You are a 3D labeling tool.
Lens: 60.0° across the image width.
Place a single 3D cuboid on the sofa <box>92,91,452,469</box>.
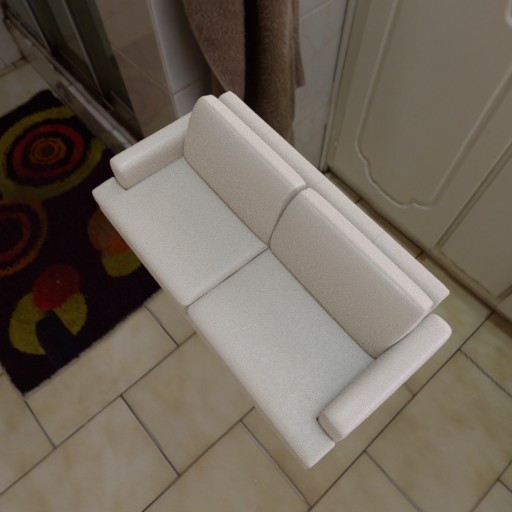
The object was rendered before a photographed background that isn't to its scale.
[{"bbox_3d":[0.000,0.000,2.417,0.974,0.765,1.940,-36,69,-17],"label":"sofa"}]
